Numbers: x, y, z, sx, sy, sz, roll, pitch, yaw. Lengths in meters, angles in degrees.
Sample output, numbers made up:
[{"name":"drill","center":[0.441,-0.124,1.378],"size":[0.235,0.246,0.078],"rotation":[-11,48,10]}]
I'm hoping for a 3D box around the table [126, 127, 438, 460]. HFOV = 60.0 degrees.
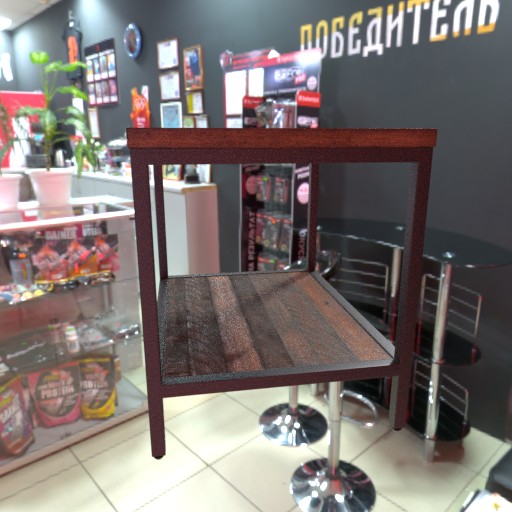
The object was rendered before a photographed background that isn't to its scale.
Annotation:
[{"name":"table","center":[0.000,0.000,1.126],"size":[0.524,0.612,0.678],"rotation":[-3,15,-9]}]
